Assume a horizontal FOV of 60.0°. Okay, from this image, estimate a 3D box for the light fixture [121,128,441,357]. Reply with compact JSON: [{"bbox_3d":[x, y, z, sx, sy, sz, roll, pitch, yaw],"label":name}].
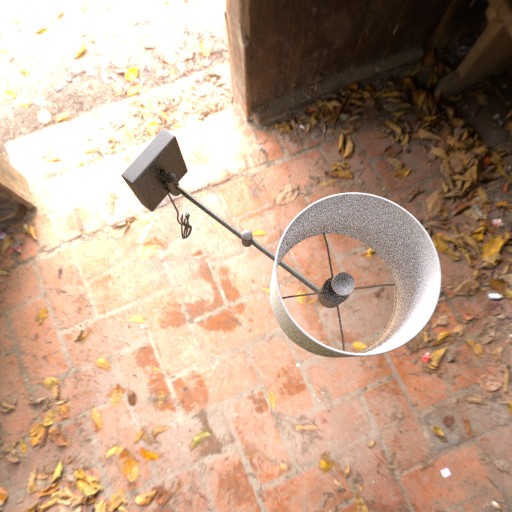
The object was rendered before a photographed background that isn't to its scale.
[{"bbox_3d":[0.000,0.000,0.878,0.516,0.651,0.203,37,79,8],"label":"light fixture"}]
